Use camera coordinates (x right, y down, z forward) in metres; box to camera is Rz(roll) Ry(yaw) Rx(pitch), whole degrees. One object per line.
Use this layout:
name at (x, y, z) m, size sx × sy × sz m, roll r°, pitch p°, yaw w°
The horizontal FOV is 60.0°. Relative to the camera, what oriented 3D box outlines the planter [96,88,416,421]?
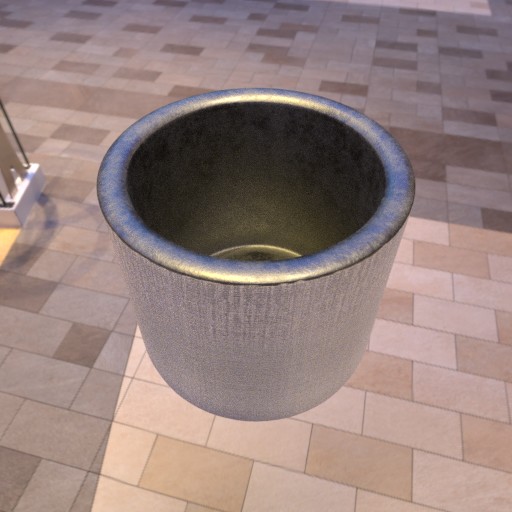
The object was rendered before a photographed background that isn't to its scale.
planter at (0.000, 0.000, 0.216) m, size 0.125 × 0.112 × 0.125 m, roll 0°, pitch 48°, yaw 0°
